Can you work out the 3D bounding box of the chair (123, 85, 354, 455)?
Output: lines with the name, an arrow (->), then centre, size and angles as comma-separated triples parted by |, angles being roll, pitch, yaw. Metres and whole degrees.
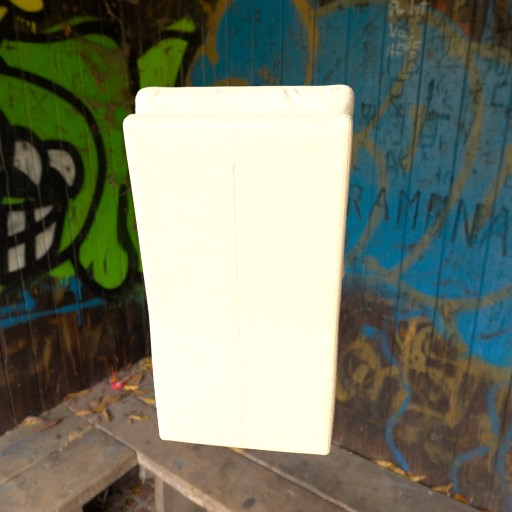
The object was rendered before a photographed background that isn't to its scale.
chair -> 0.000, 0.000, 1.329 | 0.503, 0.927, 0.698 | 2, 17, 7
